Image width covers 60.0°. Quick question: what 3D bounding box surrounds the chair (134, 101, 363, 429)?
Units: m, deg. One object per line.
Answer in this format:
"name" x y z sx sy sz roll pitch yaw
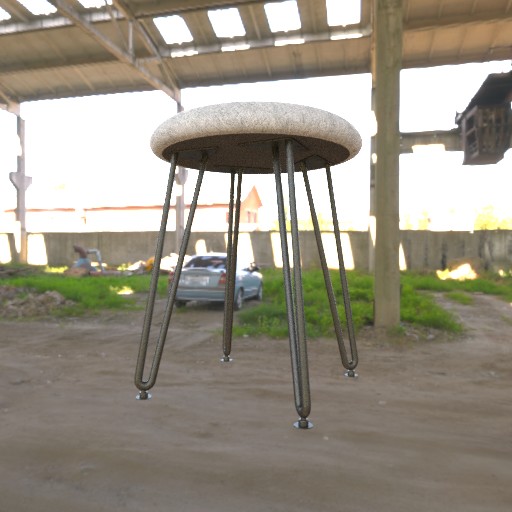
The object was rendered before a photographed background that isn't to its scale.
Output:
"chair" 0.000 0.000 0.659 0.350 0.386 0.350 0 0 -19
